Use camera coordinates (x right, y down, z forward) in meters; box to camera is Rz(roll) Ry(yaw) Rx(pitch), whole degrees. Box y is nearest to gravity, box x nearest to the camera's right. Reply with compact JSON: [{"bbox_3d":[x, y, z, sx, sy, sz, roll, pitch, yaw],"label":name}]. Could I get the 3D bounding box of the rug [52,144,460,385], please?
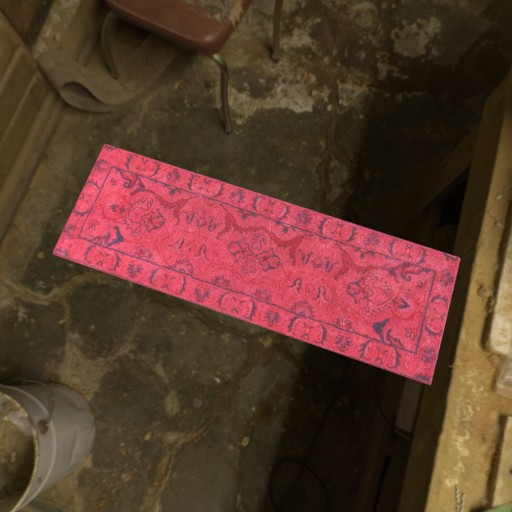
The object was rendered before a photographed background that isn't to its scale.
[{"bbox_3d":[0.000,0.000,2.789,2.439,0.018,0.813,18,76,5],"label":"rug"}]
